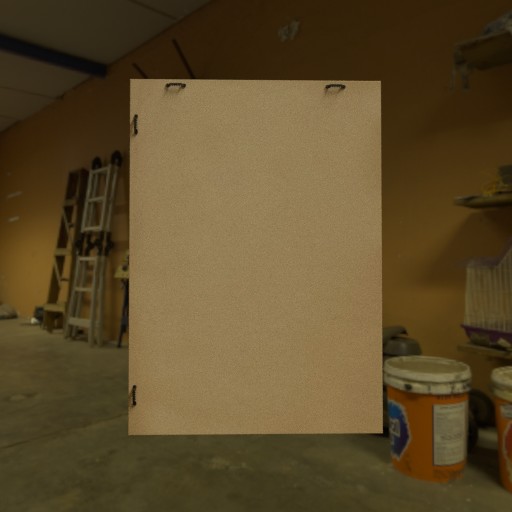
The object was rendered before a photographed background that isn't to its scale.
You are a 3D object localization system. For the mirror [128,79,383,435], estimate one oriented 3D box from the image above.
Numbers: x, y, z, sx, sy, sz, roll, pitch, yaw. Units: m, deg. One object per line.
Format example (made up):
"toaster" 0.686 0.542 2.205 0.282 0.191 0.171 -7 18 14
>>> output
"mirror" 0.000 0.000 0.904 0.507 0.710 0.039 0 -1 -1
